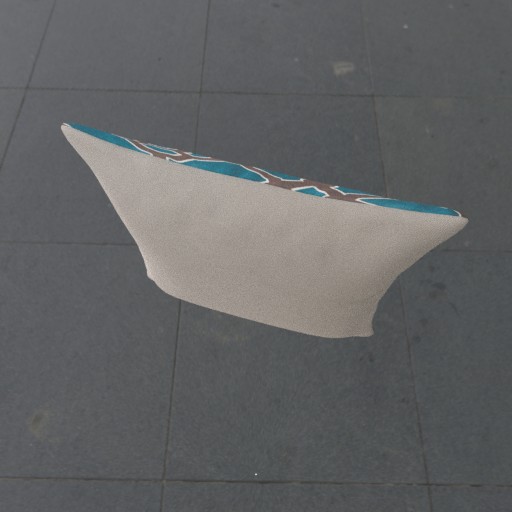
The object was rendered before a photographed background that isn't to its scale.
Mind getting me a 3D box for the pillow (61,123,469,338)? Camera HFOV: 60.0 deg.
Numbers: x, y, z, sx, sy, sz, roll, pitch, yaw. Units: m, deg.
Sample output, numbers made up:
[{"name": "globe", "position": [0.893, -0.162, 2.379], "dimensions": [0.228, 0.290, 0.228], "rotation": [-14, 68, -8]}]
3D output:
[{"name": "pillow", "position": [0.000, 0.000, 0.774], "dimensions": [0.526, 0.507, 0.166], "rotation": [14, 65, 7]}]
